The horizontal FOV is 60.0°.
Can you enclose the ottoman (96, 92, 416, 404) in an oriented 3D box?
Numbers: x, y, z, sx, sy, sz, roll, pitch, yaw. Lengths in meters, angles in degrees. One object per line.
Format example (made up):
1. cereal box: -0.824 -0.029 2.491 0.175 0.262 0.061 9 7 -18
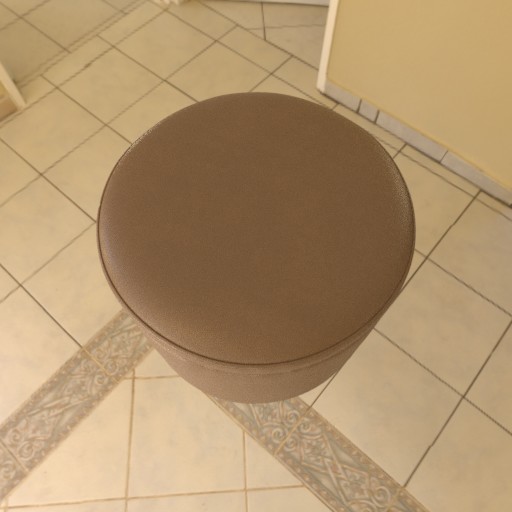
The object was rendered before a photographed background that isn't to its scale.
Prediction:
1. ottoman: 0.000 0.000 0.846 0.500 0.409 0.500 0 64 0
